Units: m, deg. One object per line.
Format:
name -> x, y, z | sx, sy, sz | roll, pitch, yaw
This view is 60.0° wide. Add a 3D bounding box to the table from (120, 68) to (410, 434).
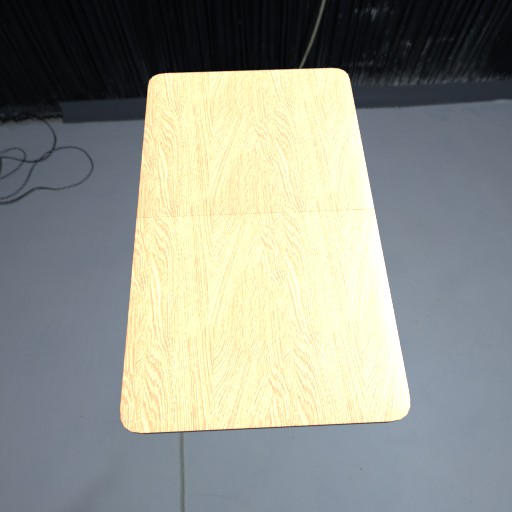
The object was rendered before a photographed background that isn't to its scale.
table -> 0.000, 0.000, 2.116 | 0.950, 0.770, 1.600 | -2, 64, -1
